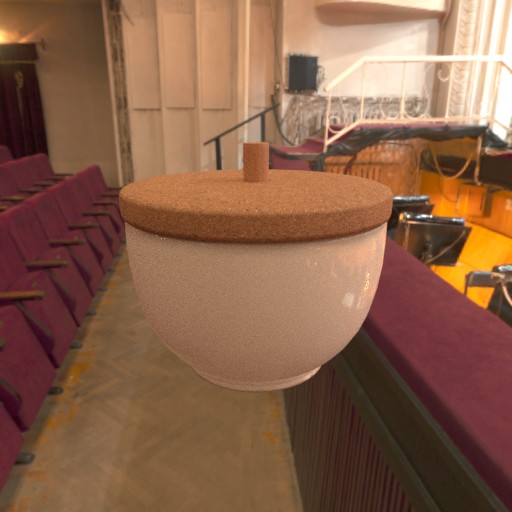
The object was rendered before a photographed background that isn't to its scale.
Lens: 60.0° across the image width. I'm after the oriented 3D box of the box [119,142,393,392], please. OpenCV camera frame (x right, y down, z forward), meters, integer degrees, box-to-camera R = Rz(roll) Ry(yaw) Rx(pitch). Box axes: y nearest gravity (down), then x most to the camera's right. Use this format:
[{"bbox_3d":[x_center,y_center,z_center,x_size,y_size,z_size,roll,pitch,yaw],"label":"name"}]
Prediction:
[{"bbox_3d":[0.000,0.000,0.189,0.107,0.094,0.107,0,17,0],"label":"box"}]
